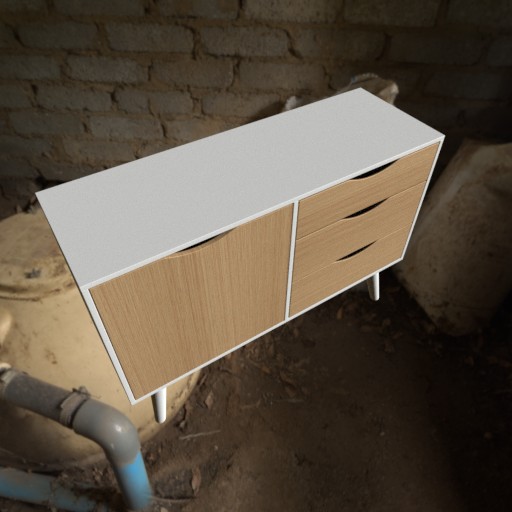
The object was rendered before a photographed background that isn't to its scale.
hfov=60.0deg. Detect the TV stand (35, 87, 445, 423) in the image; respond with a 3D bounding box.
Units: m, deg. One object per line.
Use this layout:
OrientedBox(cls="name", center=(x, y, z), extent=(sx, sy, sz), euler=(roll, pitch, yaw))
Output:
OrientedBox(cls="TV stand", center=(0.000, 0.000, 1.622), extent=(1.193, 0.812, 0.406), euler=(-25, 51, -22))
